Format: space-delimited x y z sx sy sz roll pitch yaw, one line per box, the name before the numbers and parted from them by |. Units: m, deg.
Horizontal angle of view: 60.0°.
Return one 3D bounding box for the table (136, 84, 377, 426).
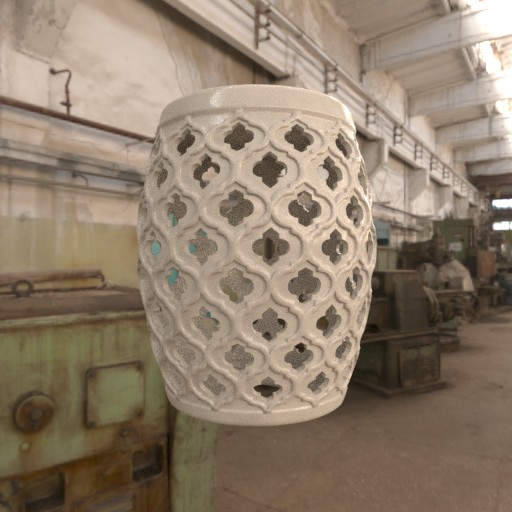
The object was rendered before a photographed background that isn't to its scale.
table | 0.000 0.000 0.621 0.325 0.388 0.325 0 1 0
